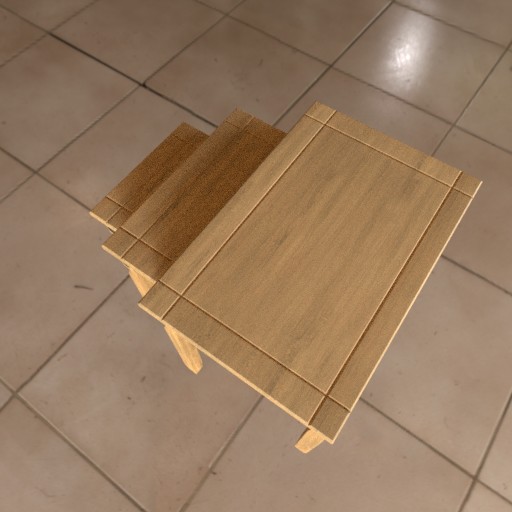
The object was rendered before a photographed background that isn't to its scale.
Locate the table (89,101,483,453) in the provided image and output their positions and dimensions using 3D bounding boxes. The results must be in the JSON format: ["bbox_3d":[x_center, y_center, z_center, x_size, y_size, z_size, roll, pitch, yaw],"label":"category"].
[{"bbox_3d":[0.000,0.000,1.200,0.773,0.535,0.660,32,67,15],"label":"table"}]
